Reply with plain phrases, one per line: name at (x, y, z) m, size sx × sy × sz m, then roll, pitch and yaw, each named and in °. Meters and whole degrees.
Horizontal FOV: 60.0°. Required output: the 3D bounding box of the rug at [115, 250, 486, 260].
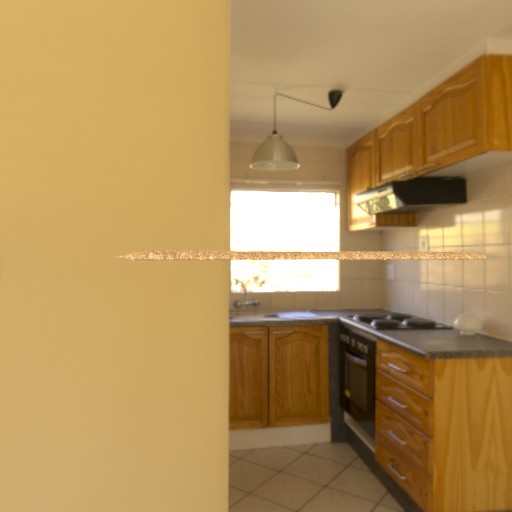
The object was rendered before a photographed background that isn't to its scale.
rug at (0.000, 0.000, 3.779) m, size 2.242 × 0.050 × 2.873 m, roll 0°, pitch 0°, yaw -19°
